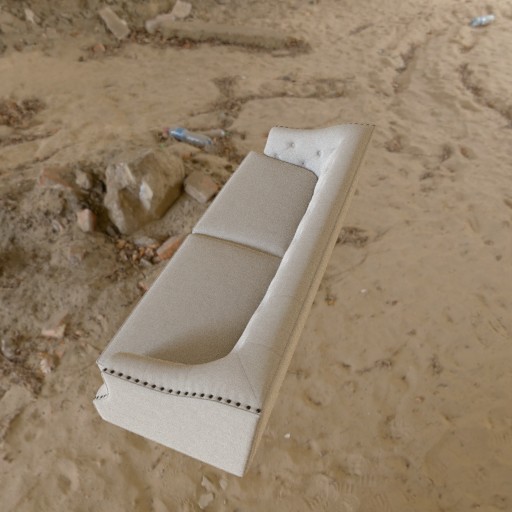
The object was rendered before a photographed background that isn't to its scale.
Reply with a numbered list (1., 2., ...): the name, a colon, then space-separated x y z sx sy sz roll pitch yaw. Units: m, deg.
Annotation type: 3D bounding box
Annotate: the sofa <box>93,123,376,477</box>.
1. sofa: 0.000 0.000 2.714 0.914 0.901 2.235 16 47 15
